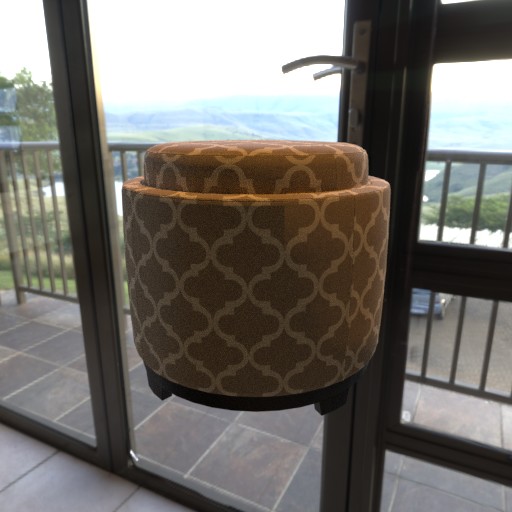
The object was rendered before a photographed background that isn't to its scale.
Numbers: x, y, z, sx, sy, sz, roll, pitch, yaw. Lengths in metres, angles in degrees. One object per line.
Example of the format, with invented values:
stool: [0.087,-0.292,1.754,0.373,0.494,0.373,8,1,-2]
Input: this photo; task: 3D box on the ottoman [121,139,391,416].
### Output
ottoman: [0.000,0.000,0.849,0.480,0.429,0.480,0,16,0]
